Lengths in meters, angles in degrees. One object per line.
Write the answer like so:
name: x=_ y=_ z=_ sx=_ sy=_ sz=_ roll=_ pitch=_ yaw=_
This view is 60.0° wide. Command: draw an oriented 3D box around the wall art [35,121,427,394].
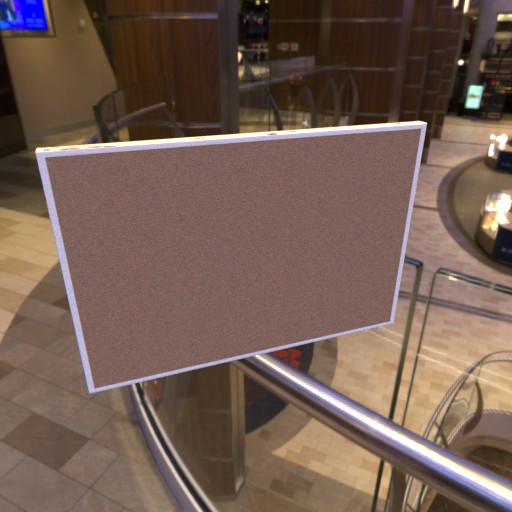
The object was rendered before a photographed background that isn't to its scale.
wall art: x=0.000 y=0.000 z=1.419 sx=1.136 sy=0.769 sz=0.040 roll=-9 pitch=28 yaw=-18
